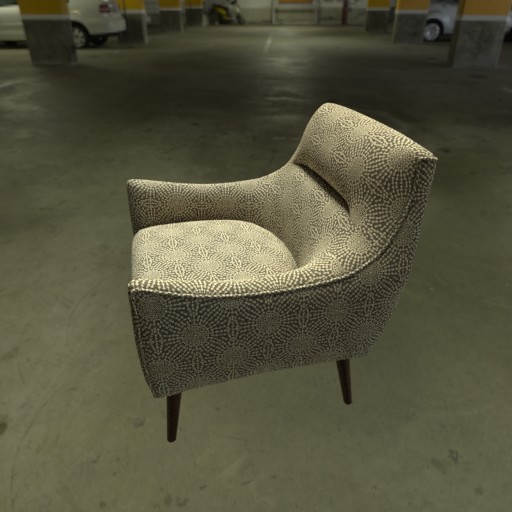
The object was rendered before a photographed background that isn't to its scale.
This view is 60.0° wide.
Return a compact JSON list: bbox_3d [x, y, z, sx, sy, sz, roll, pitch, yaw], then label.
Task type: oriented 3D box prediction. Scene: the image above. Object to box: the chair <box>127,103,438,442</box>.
[{"bbox_3d":[0.000,0.000,1.431,0.787,0.838,0.762,-7,31,-12],"label":"chair"}]
